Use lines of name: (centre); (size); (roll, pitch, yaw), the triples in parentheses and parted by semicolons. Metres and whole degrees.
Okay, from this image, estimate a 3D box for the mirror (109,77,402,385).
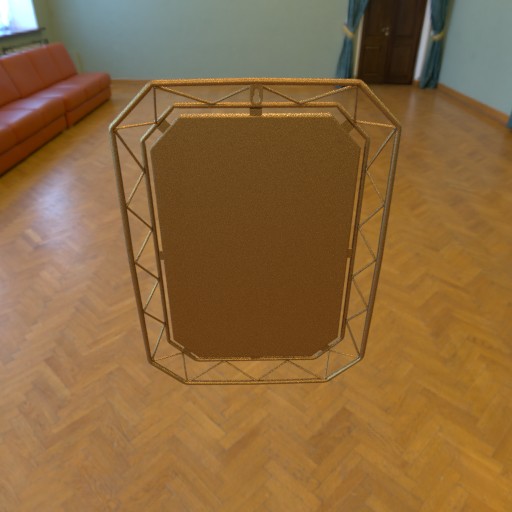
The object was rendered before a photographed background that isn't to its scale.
mirror: (0.000, 0.000, 0.742); (0.417, 0.566, 0.042); (-1, 31, -1)
